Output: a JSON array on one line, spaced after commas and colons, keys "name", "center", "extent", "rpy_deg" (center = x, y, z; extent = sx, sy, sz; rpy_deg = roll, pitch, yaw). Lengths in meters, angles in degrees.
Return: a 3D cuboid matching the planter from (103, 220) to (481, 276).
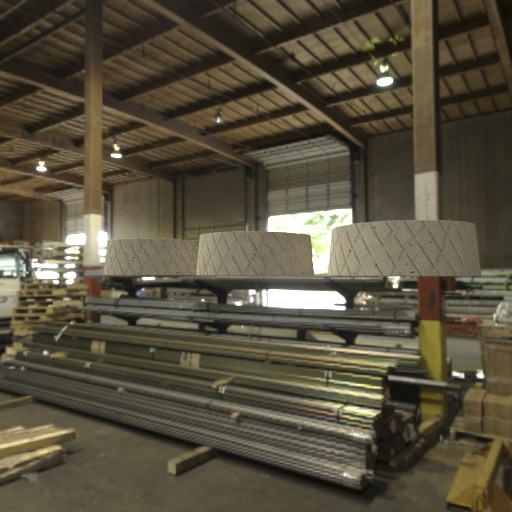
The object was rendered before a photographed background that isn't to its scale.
[{"name": "planter", "center": [0.000, 0.000, 0.428], "extent": [0.390, 0.038, 0.114], "rpy_deg": [-2, -3, 34]}]
